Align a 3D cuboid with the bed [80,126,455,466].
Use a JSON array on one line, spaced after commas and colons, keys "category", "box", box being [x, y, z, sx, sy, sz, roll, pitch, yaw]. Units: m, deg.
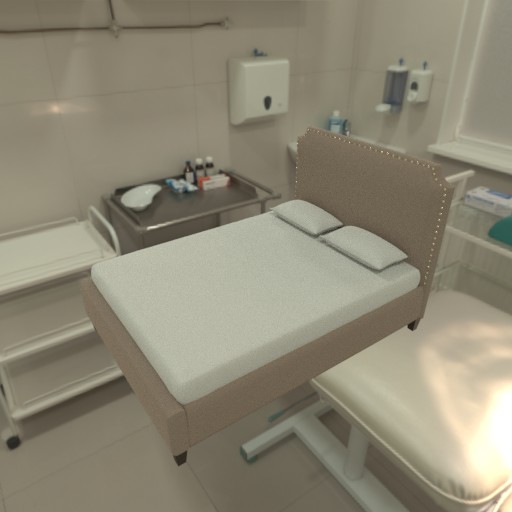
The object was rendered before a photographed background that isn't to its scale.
[{"category": "bed", "box": [0.000, 0.000, 3.495, 2.372, 1.443, 1.713, -19, 35, -30]}]
